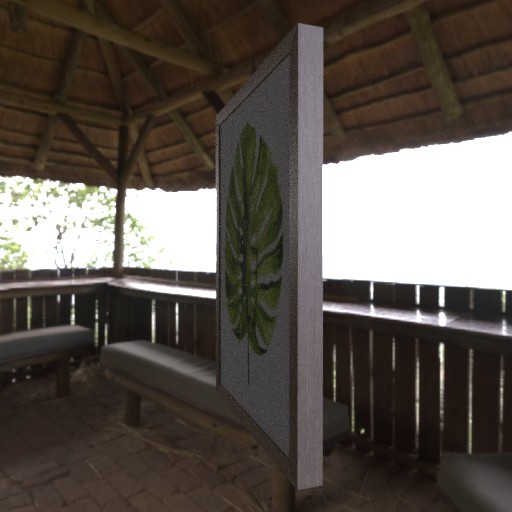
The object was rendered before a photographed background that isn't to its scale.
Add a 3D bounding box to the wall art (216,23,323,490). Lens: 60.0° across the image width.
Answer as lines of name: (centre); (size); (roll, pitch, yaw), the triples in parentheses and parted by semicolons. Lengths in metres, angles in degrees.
wall art: (0.000, 0.000, 0.657); (0.032, 0.510, 0.358); (0, 1, -20)
